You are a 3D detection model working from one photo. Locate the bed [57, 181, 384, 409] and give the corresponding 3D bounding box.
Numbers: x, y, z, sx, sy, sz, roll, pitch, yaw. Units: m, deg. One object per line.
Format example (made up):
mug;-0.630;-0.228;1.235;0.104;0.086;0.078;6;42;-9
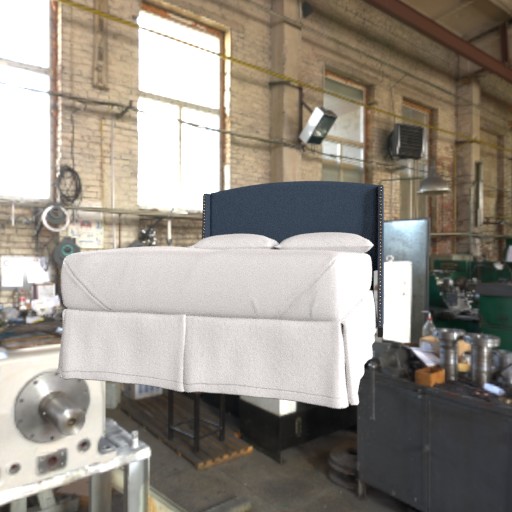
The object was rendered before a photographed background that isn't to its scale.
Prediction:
bed;0.000;0.000;3.234;1.710;1.407;2.237;0;0;18
